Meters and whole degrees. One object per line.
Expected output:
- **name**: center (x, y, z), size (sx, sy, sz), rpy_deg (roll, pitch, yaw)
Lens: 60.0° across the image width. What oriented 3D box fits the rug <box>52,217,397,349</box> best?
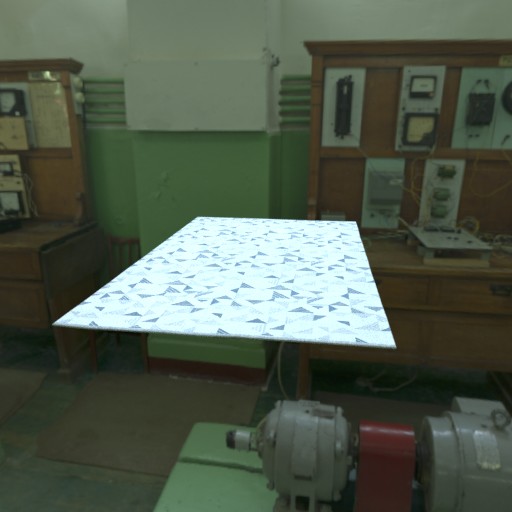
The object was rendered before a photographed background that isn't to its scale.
- **rug**: center (0.000, 0.000, 3.055), size (1.512, 0.009, 2.457), rpy_deg (2, 17, 8)
